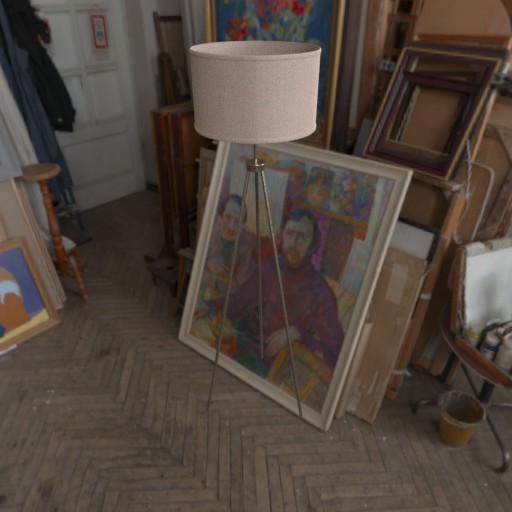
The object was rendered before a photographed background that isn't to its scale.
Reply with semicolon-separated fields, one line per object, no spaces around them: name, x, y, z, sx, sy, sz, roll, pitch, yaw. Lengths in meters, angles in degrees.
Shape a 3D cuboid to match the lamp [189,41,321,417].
lamp;0.000;0.000;1.798;0.449;1.545;0.460;2;31;3
